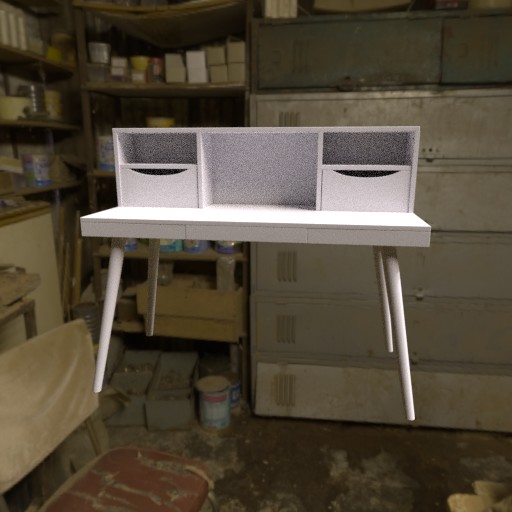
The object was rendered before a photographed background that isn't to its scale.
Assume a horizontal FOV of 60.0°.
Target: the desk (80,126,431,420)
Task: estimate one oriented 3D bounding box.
[{"bbox_3d":[0.000,0.000,1.767,1.199,0.990,0.559,2,14,9],"label":"desk"}]
